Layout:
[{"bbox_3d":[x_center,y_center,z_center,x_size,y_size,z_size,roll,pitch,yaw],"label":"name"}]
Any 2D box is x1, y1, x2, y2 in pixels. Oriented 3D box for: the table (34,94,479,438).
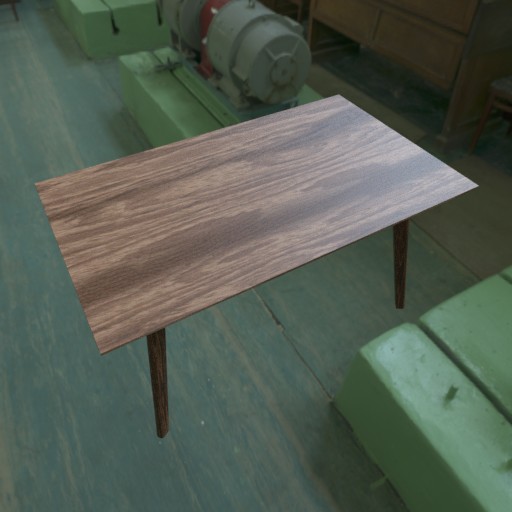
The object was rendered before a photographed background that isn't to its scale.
[{"bbox_3d":[0.000,0.000,1.823,1.349,0.724,0.801,-23,50,-21],"label":"table"}]
